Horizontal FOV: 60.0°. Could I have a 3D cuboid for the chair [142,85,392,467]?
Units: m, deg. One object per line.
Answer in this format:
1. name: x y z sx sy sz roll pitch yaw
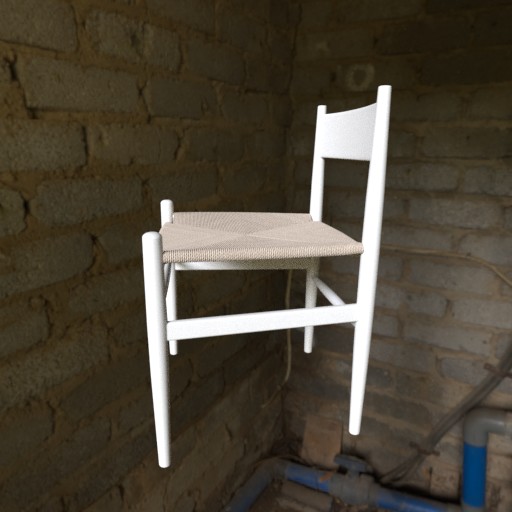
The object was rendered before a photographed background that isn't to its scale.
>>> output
1. chair: 0.000 0.000 1.117 0.495 0.762 0.556 -2 14 -8
